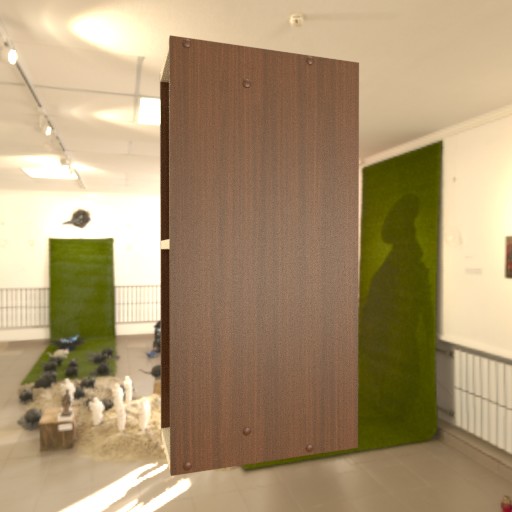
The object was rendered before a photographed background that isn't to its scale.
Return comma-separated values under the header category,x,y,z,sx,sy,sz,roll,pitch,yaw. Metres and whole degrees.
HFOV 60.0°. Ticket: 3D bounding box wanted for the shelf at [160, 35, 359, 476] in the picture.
category,x,y,z,sx,sy,sz,roll,pitch,yaw
shelf,0.000,0.000,0.715,0.290,0.600,0.147,0,1,-17
